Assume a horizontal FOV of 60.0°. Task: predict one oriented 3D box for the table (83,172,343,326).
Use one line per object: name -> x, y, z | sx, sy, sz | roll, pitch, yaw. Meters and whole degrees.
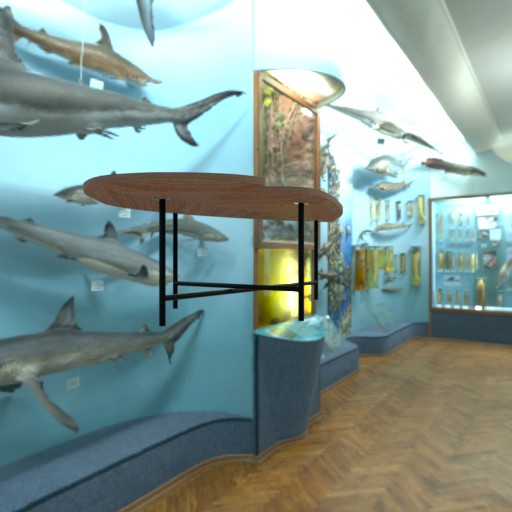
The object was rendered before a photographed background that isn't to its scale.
table -> 0.000, 0.000, 1.481 | 0.598, 0.360, 1.199 | 0, 0, 36
